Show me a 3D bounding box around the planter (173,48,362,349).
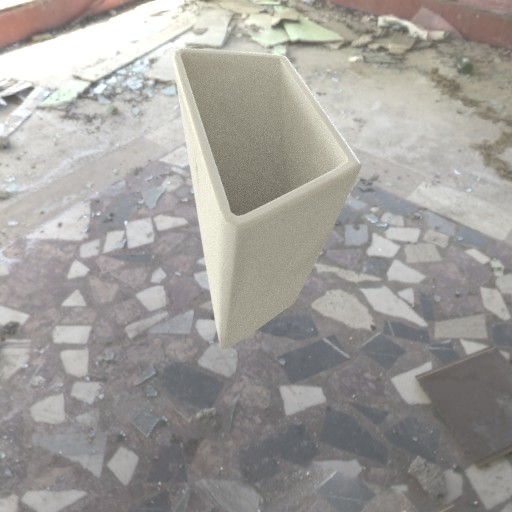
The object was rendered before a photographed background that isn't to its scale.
[{"bbox_3d":[0.000,0.000,0.274,0.060,0.197,0.150,-11,48,-10],"label":"planter"}]
